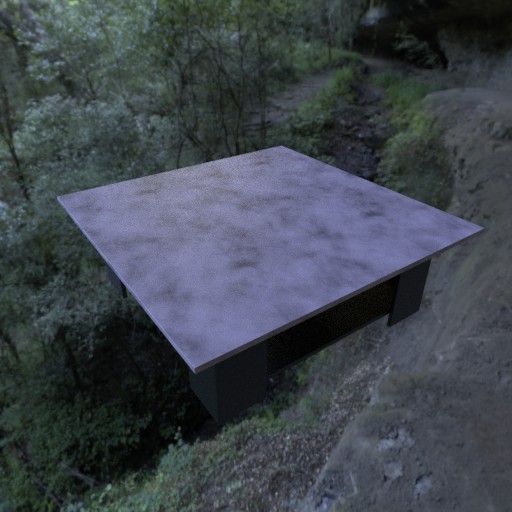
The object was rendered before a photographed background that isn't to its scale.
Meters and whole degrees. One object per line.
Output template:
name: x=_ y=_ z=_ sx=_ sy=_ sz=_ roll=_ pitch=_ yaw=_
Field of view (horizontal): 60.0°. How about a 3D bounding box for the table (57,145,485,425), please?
table: x=0.000 y=0.000 z=1.369 sx=0.890 sy=0.305 sz=0.890 roll=-20 pitch=37 yaw=-30
